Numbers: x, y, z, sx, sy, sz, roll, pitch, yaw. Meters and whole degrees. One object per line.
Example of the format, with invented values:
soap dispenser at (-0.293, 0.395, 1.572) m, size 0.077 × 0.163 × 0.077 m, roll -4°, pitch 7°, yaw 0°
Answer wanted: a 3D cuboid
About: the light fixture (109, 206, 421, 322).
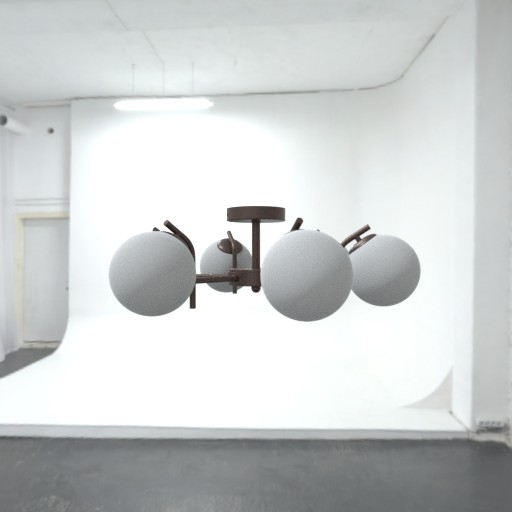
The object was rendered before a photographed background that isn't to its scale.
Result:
light fixture at (0.000, 0.000, 0.944) m, size 0.662 × 0.201 × 0.662 m, roll 0°, pitch 1°, yaw 0°
